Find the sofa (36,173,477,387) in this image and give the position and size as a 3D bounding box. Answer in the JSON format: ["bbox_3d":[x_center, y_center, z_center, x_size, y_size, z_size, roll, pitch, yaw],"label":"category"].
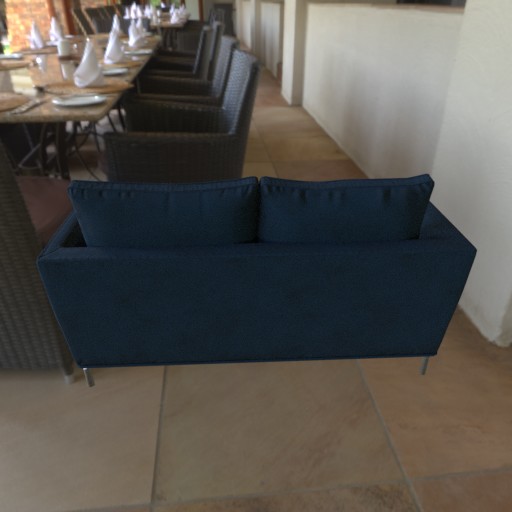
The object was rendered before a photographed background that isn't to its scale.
[{"bbox_3d":[0.000,0.000,2.237,1.770,1.002,0.853,-1,30,-2],"label":"sofa"}]
